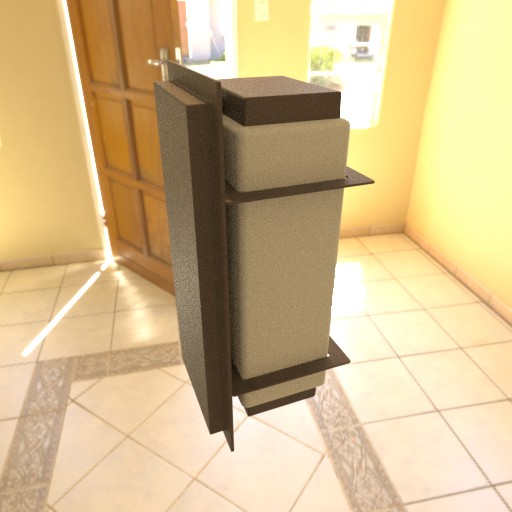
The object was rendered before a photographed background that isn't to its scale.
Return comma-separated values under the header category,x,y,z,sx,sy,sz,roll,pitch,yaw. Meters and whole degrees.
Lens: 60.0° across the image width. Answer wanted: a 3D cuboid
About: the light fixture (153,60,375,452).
category,x,y,z,sx,sy,sz,roll,pitch,yaw
light fixture,0.000,0.000,0.438,0.146,0.347,0.153,-11,30,-19
